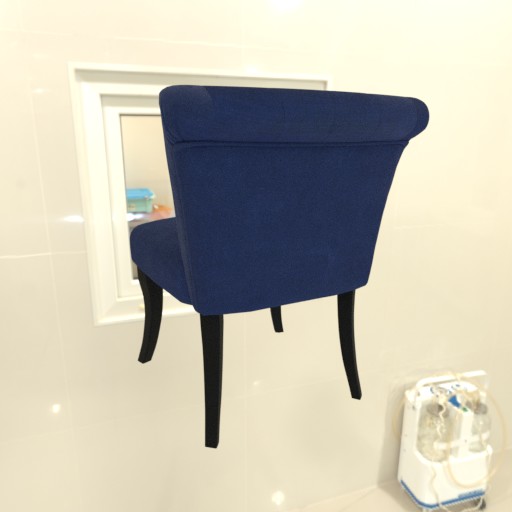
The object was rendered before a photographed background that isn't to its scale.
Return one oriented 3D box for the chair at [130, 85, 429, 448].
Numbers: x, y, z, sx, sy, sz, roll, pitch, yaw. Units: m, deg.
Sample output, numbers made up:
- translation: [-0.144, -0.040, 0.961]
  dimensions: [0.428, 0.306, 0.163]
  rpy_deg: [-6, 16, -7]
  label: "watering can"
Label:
- translation: [0.000, 0.000, 1.131]
  dimensions: [0.585, 0.753, 0.606]
  rpy_deg: [-8, 17, -26]
  label: "chair"
